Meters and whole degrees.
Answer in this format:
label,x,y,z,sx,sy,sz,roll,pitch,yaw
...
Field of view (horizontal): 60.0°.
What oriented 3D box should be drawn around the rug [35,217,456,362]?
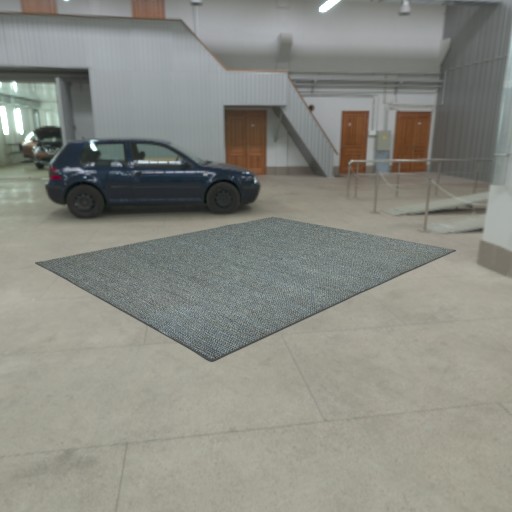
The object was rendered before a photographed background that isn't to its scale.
label,x,y,z,sx,sy,sz,roll,pitch,yaw
rug,0.000,0.000,4.105,3.068,0.021,2.456,-15,22,-43
